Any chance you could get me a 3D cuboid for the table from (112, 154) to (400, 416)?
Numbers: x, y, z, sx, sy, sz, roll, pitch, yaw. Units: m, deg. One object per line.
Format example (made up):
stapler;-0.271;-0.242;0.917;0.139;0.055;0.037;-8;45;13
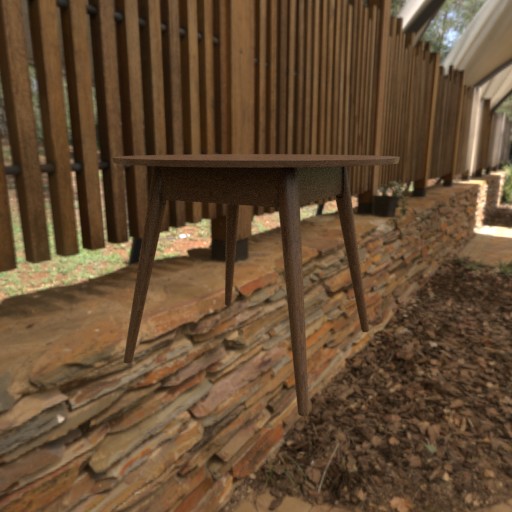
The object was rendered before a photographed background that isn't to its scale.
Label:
table;0.000;0.000;1.794;1.053;0.786;1.053;0;14;0
